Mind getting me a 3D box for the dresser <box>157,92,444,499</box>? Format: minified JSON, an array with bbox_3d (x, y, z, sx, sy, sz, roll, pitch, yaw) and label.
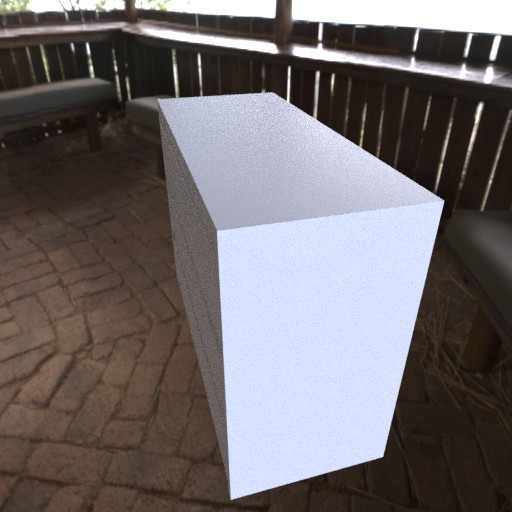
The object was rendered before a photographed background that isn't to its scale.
[{"bbox_3d":[0.000,0.000,1.489,0.460,0.820,1.100,-9,32,-14],"label":"dresser"}]
